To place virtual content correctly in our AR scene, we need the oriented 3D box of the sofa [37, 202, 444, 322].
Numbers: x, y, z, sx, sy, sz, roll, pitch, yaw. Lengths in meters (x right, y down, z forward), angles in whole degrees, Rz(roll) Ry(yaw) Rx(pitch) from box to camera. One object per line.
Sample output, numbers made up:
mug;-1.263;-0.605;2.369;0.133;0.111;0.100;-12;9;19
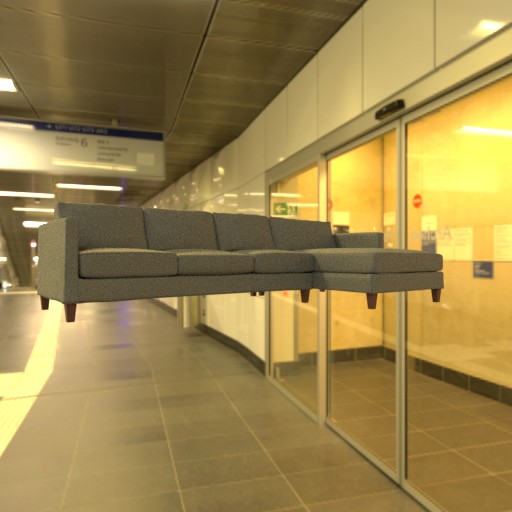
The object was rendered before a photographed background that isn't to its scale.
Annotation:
sofa;0.000;0.000;3.839;3.186;0.861;1.625;0;0;-36
